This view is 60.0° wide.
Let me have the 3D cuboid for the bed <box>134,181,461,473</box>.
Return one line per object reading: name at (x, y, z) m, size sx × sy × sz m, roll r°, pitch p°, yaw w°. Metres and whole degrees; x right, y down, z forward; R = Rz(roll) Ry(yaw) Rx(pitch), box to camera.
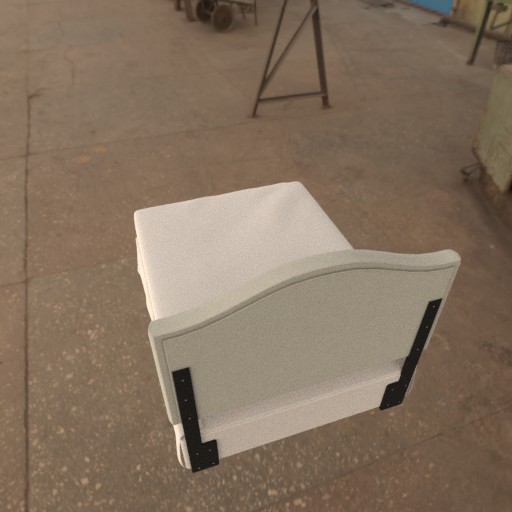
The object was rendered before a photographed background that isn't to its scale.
bed at (0.000, 0.000, 3.415) m, size 1.813 × 1.607 × 2.180 m, roll -12°, pitch 42°, yaw -14°
